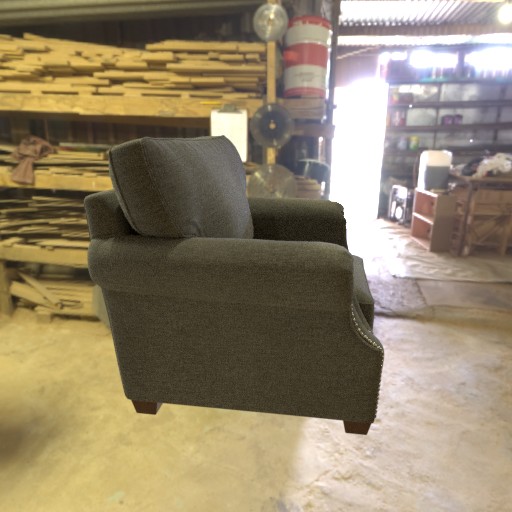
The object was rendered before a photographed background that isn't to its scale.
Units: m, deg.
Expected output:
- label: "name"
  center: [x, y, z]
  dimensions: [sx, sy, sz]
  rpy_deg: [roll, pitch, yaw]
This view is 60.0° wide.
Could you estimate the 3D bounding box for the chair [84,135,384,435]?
- label: "chair"
  center: [0.000, 0.000, 1.830]
  dimensions: [0.965, 0.961, 1.092]
  rpy_deg: [2, 16, 9]
